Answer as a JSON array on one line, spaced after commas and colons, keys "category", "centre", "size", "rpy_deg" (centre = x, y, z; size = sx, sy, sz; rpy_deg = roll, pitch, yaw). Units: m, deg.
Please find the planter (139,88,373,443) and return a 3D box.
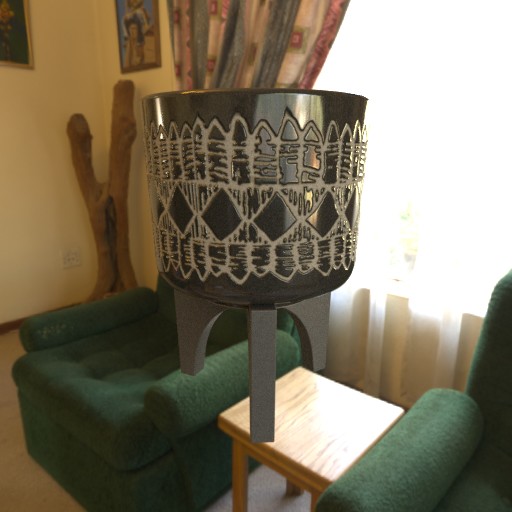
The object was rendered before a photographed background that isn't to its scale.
[{"category": "planter", "centre": [0.000, 0.000, 0.533], "size": [0.251, 0.355, 0.251], "rpy_deg": [7, 16, 25]}]
